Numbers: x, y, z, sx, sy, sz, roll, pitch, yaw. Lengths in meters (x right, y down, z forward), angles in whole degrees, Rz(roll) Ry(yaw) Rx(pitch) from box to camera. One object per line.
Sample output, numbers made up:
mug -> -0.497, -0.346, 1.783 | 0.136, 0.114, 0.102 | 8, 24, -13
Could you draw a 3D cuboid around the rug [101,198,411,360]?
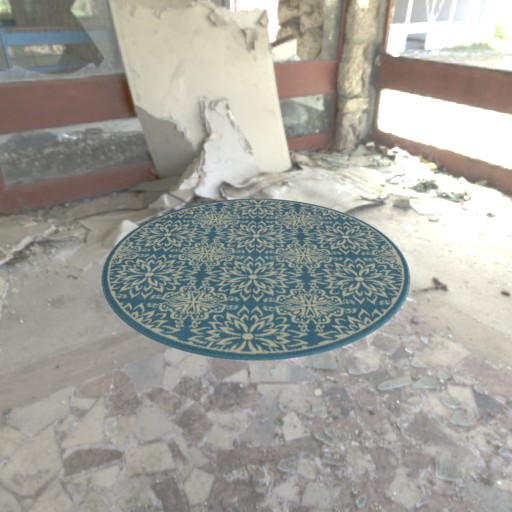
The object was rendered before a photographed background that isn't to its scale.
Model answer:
rug -> 0.000, 0.000, 2.386 | 1.593, 0.012, 1.593 | 0, 30, 0
